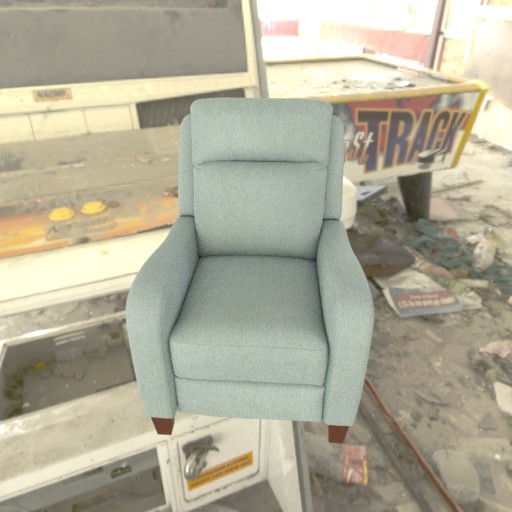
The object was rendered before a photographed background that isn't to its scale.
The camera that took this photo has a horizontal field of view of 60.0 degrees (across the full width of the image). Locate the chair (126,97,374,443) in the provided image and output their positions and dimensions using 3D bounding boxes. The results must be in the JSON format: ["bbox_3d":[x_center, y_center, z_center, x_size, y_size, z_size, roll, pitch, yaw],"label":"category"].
[{"bbox_3d":[0.000,0.000,1.772,0.785,1.067,0.988,2,31,3],"label":"chair"}]
